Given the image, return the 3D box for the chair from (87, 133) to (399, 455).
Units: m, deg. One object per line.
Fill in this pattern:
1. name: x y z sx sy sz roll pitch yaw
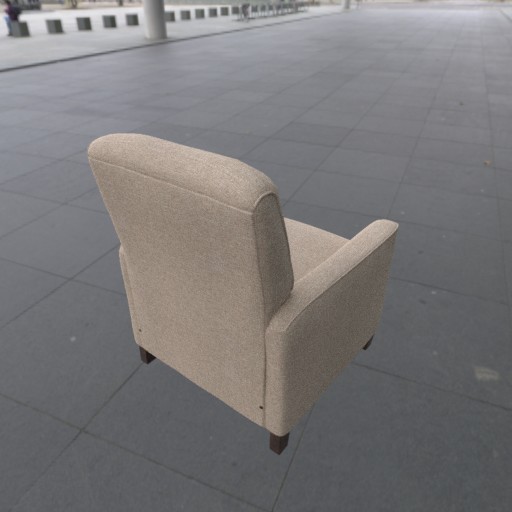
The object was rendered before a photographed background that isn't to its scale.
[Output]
1. chair: 0.000 0.000 1.709 0.841 1.028 0.858 22 37 32
